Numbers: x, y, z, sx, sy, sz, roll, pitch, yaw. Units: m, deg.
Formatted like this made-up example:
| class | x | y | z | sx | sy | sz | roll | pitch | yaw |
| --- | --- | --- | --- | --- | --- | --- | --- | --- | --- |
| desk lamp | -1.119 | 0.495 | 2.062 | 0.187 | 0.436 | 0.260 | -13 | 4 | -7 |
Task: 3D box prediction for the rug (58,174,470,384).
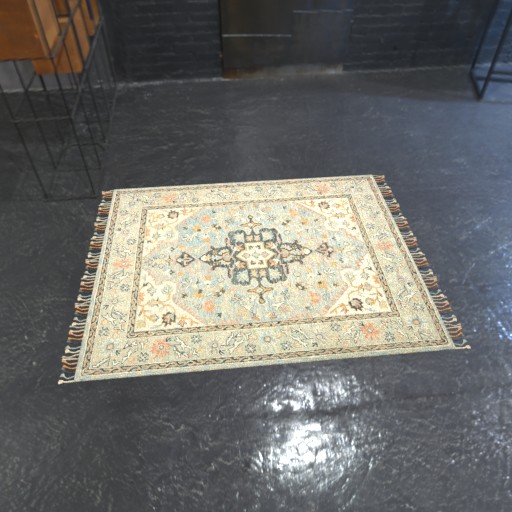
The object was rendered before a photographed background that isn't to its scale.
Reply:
| class | x | y | z | sx | sy | sz | roll | pitch | yaw |
| --- | --- | --- | --- | --- | --- | --- | --- | --- | --- |
| rug | 0.000 | 0.000 | 2.272 | 1.730 | 0.009 | 1.278 | -4 | 45 | -4 |
